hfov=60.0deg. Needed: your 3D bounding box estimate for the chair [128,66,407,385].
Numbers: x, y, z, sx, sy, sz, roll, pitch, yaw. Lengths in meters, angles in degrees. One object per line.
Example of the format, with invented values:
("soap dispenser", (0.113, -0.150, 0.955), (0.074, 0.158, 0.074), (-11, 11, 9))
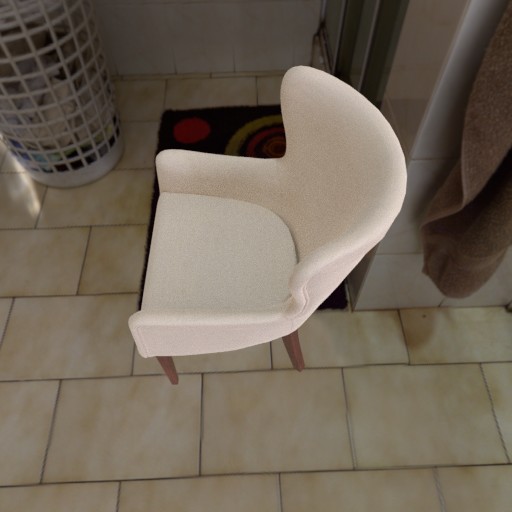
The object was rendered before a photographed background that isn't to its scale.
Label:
("chair", (0.000, 0.000, 1.497), (0.744, 0.990, 0.696), (0, 58, 0))
